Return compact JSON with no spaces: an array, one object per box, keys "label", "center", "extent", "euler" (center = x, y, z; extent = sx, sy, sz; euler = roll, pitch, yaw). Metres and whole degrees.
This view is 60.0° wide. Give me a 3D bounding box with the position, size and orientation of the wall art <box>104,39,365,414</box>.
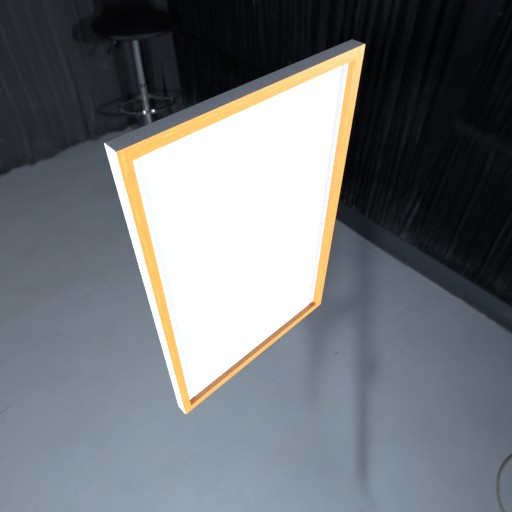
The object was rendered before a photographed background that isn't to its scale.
[{"label":"wall art","center":[0.000,0.000,0.764],"extent":[0.405,0.608,0.025],"euler":[-34,55,-28]}]
